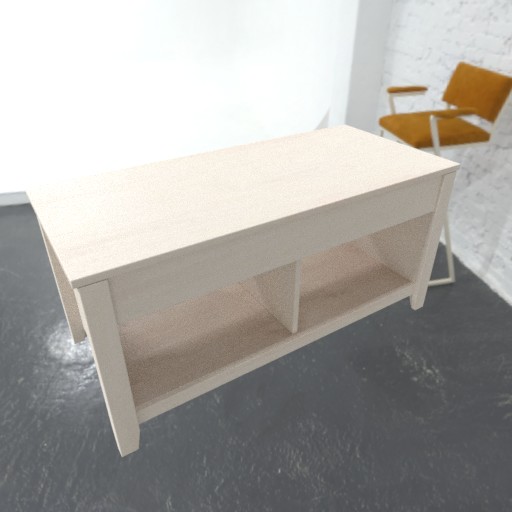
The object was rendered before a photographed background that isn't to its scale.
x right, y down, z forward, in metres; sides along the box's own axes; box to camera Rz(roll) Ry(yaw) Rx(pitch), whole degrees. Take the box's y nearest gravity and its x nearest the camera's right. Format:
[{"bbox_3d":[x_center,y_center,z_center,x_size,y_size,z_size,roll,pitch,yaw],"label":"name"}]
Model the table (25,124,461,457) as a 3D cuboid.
[{"bbox_3d":[0.000,0.000,1.251,1.016,0.483,0.457,-19,36,-27],"label":"table"}]
